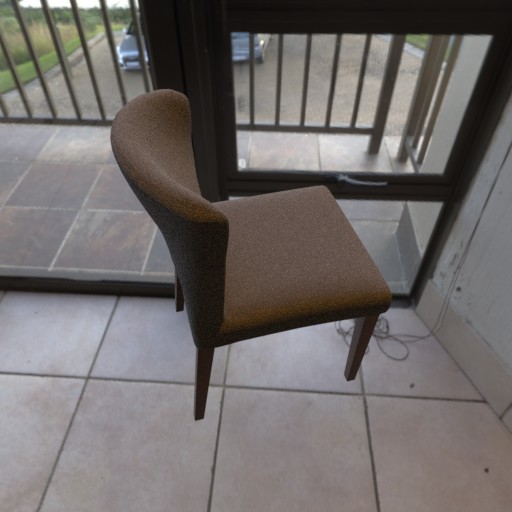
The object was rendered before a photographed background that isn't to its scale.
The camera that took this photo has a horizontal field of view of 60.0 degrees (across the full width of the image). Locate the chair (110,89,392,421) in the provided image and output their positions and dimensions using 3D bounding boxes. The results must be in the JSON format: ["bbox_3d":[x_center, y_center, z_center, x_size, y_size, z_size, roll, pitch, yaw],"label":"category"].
[{"bbox_3d":[0.000,0.000,1.207,0.589,0.839,0.491,-11,47,-10],"label":"chair"}]
